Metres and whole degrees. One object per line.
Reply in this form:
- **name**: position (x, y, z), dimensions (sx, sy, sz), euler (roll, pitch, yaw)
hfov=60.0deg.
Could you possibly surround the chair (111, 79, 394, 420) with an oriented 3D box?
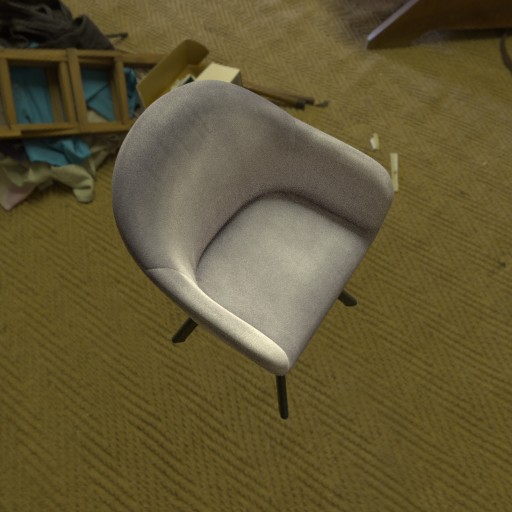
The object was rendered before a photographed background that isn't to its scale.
- **chair**: position (0.000, 0.000, 1.178), dimensions (0.540, 0.780, 0.570), euler (30, 64, 17)
